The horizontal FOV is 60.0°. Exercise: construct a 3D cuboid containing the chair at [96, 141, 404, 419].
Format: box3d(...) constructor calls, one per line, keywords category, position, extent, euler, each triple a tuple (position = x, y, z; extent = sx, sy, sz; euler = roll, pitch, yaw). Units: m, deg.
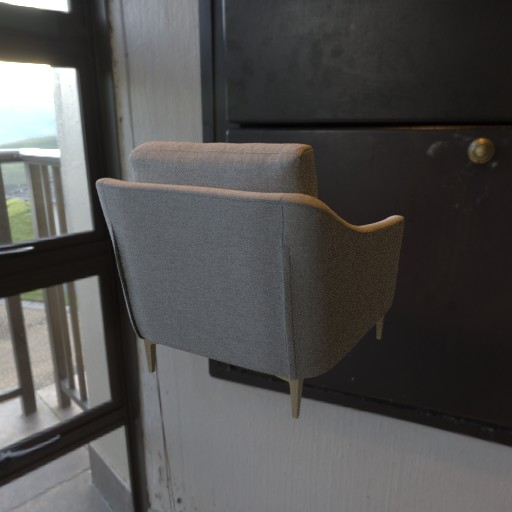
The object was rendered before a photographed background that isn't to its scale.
box3d(category="chair", position=(0.000, 0.000, 1.790), extent=(0.986, 0.902, 0.961), euler=(8, 18, 27))
